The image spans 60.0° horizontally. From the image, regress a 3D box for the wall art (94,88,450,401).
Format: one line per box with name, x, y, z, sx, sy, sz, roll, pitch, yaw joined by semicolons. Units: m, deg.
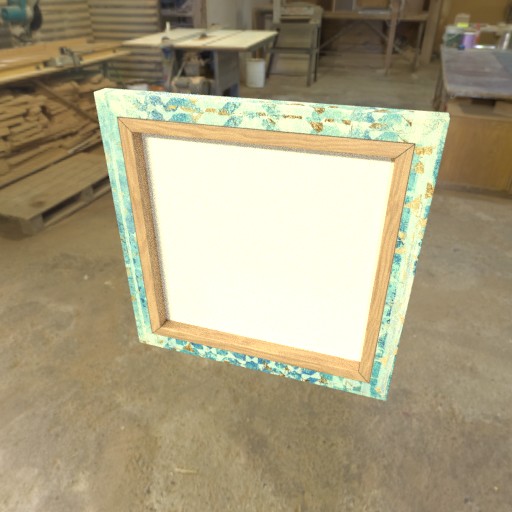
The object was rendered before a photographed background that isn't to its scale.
wall art;0.000;0.000;0.903;0.609;0.609;0.040;10;33;15
